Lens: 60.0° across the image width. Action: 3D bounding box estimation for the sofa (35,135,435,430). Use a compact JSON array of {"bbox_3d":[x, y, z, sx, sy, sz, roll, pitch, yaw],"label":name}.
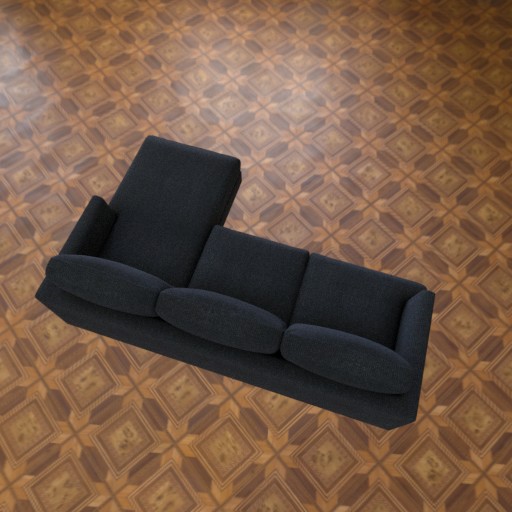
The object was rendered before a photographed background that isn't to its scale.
[{"bbox_3d":[0.000,0.000,2.921,2.233,0.956,1.504,16,65,8],"label":"sofa"}]
